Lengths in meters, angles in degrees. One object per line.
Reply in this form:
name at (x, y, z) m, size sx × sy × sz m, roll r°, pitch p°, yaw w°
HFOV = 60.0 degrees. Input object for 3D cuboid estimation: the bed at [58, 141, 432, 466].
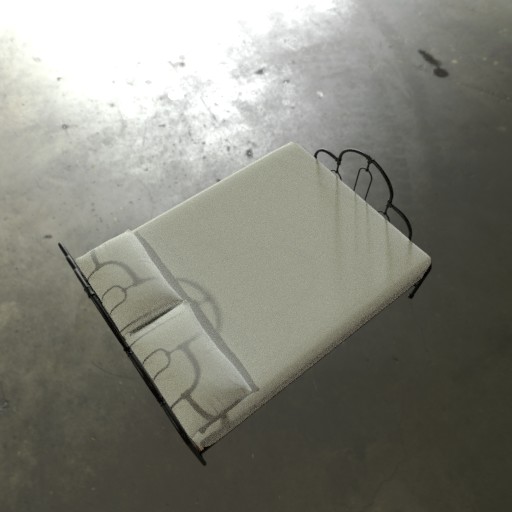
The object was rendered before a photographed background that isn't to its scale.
bed at (0.000, 0.000, 3.203) m, size 2.181 × 1.444 × 1.626 m, roll -33°, pitch 64°, yaw -19°
